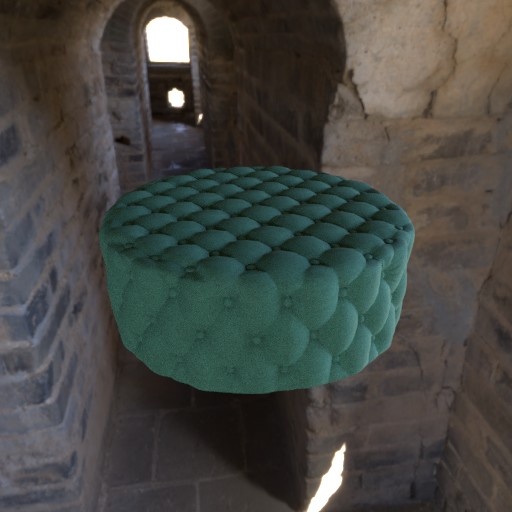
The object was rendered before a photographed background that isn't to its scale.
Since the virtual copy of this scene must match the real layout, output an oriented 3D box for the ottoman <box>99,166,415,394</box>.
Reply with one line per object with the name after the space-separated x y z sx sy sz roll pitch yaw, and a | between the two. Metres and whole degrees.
0.000 0.000 1.520 0.998 0.399 0.998 0 27 0 | ottoman
